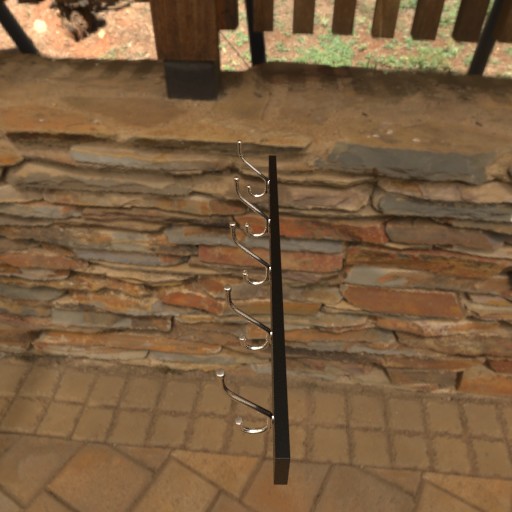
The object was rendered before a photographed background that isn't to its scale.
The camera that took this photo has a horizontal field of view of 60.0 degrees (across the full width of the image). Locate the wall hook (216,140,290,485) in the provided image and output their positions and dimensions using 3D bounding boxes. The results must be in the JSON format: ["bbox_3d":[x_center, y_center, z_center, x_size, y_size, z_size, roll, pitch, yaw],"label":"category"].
[{"bbox_3d":[0.000,0.000,0.627,0.071,0.117,0.571,0,41,0],"label":"wall hook"}]
